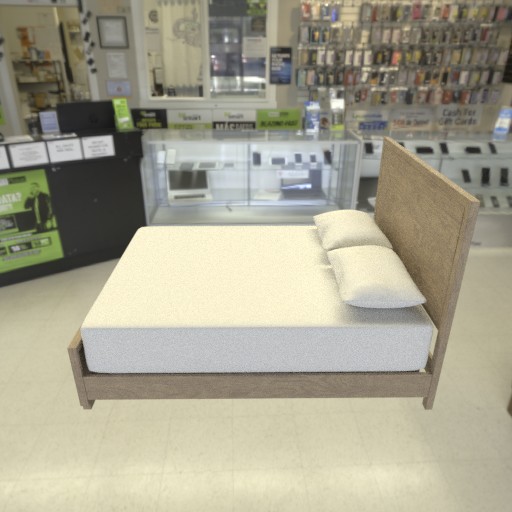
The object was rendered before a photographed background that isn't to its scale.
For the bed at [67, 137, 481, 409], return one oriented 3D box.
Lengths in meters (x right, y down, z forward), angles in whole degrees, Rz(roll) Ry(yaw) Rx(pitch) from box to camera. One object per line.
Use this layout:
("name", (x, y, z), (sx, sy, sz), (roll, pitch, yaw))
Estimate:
("bed", (0.000, 0.000, 3.188), (2.189, 1.369, 1.606), (0, 26, -1))
